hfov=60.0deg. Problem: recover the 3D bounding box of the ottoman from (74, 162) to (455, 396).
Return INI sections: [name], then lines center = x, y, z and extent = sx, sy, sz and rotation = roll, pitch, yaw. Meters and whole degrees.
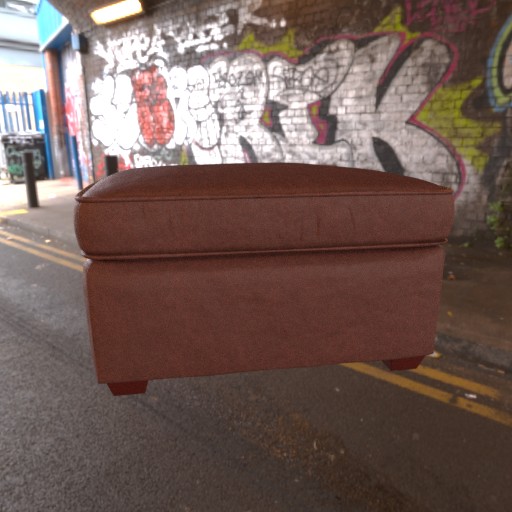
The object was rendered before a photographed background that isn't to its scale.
[ottoman]
center = 0.000, 0.000, 1.103
extent = 0.749, 0.449, 0.548
rotation = -3, 15, -9
